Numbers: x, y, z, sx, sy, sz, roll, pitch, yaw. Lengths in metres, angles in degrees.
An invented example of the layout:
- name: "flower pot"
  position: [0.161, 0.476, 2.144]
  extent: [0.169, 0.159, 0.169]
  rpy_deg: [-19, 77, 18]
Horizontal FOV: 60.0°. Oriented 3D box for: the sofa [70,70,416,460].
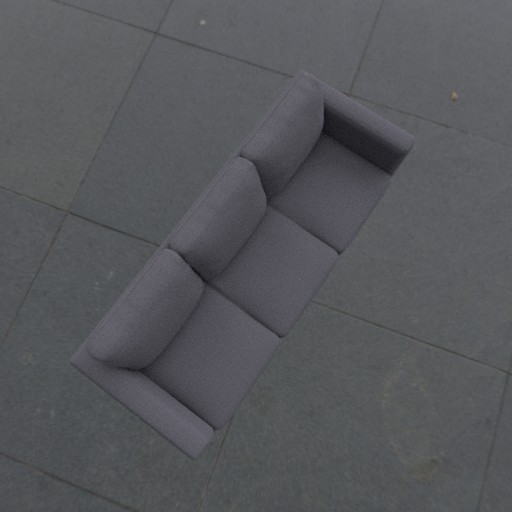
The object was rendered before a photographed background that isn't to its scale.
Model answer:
- name: "sofa"
  position: [0.000, 0.000, 2.521]
  extent: [0.802, 0.912, 2.029]
  rpy_deg: [34, 78, 8]
